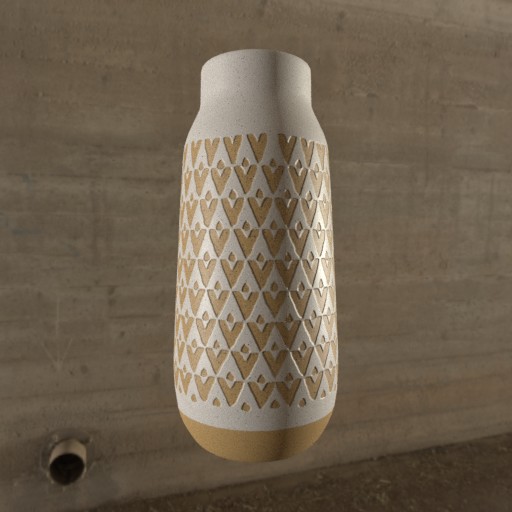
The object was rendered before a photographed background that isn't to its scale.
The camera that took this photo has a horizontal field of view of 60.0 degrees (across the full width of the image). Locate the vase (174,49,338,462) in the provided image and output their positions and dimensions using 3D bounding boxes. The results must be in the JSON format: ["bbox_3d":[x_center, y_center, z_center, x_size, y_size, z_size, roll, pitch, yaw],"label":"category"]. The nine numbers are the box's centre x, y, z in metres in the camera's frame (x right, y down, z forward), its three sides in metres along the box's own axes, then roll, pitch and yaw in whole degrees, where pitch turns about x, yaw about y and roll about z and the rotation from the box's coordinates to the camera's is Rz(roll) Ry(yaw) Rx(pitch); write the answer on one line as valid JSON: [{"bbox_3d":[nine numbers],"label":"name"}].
[{"bbox_3d":[0.000,0.000,0.373,0.137,0.307,0.137,0,2,0],"label":"vase"}]
